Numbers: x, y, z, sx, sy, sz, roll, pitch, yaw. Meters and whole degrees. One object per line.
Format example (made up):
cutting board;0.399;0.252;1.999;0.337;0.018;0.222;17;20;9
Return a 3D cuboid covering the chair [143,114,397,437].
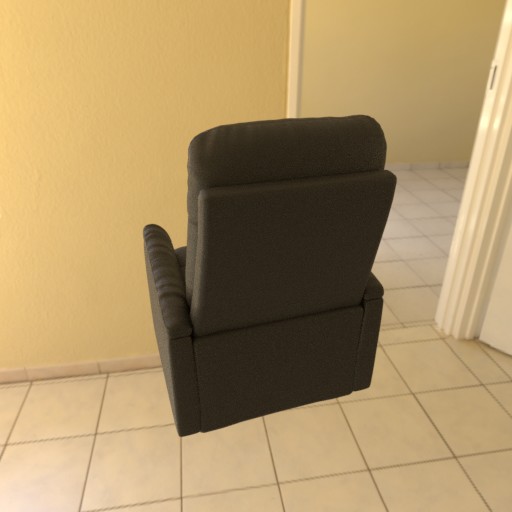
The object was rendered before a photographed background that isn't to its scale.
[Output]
chair;0.000;0.000;1.655;0.775;1.082;0.831;-9;28;-16
